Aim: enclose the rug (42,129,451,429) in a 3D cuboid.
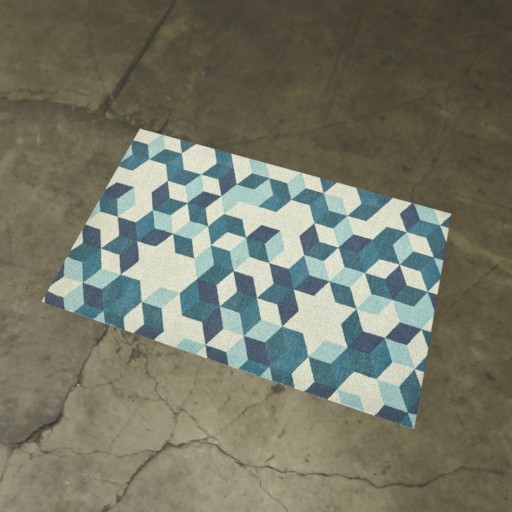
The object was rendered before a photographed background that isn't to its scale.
[{"bbox_3d":[0.000,0.000,3.031,2.438,0.015,1.518,17,66,8],"label":"rug"}]
